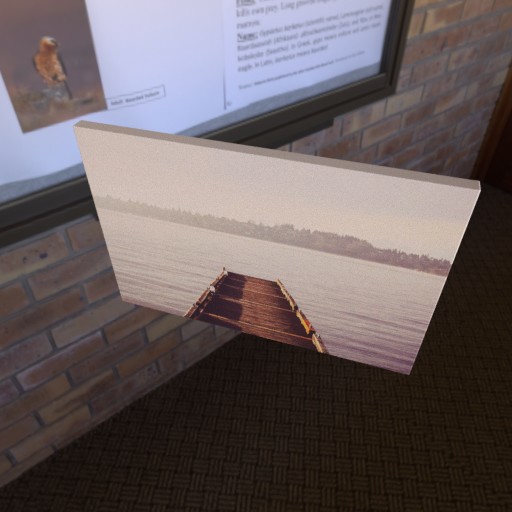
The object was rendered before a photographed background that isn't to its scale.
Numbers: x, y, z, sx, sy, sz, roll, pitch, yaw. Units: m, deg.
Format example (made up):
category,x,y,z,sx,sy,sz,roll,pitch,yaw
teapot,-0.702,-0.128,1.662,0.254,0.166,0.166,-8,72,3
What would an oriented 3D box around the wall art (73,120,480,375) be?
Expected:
category,x,y,z,sx,sy,sz,roll,pitch,yaw
wall art,0.000,0.000,1.166,0.916,0.609,0.037,12,42,14
